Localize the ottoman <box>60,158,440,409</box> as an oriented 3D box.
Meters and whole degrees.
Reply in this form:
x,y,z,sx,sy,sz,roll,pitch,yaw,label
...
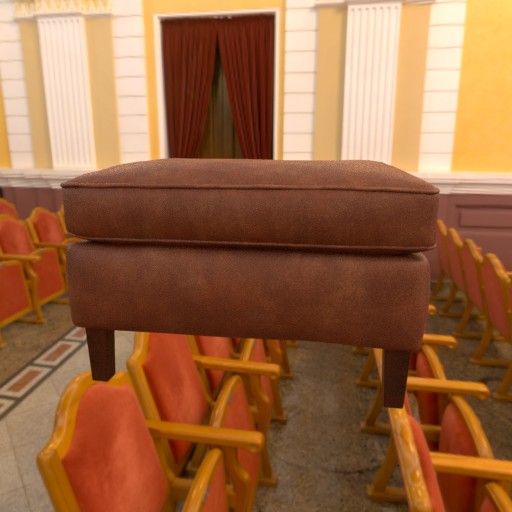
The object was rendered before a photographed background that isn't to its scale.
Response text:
x,y,z,sx,sy,sz,roll,pitch,yaw,label
0.000,0.000,0.982,0.665,0.418,0.501,2,14,9,ottoman
